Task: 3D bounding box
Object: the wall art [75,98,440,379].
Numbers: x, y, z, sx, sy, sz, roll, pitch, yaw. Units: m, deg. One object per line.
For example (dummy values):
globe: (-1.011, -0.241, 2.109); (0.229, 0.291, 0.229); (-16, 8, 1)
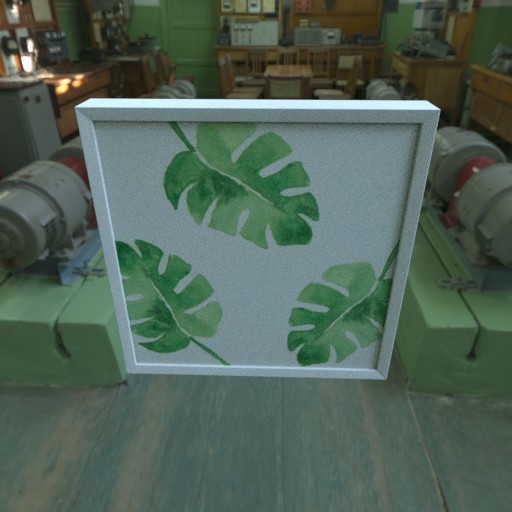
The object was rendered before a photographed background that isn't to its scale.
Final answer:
wall art: (0.000, 0.000, 0.461); (0.305, 0.305, 0.038); (1, 30, 2)
